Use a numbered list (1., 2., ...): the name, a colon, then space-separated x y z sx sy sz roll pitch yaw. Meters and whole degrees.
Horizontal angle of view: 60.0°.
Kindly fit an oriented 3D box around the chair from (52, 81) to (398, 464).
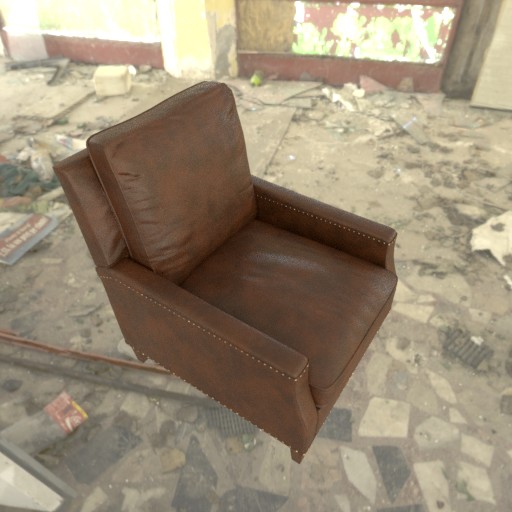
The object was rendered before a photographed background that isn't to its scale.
1. chair: 0.000 0.000 1.767 1.035 1.054 0.854 24 47 25
